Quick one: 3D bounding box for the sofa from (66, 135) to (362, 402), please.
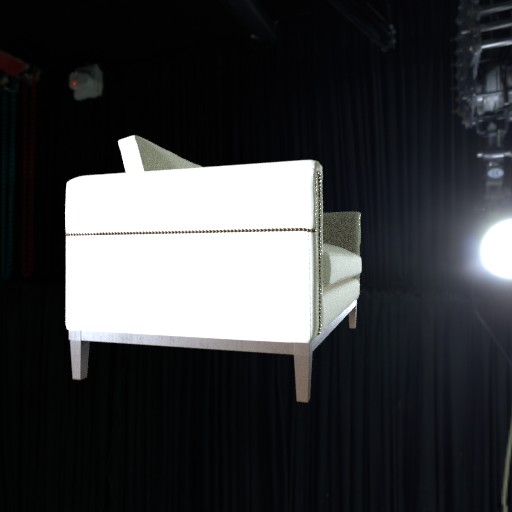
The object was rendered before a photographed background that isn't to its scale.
[{"bbox_3d":[0.000,0.000,2.144,0.905,0.873,1.598,0,-1,18],"label":"sofa"}]
